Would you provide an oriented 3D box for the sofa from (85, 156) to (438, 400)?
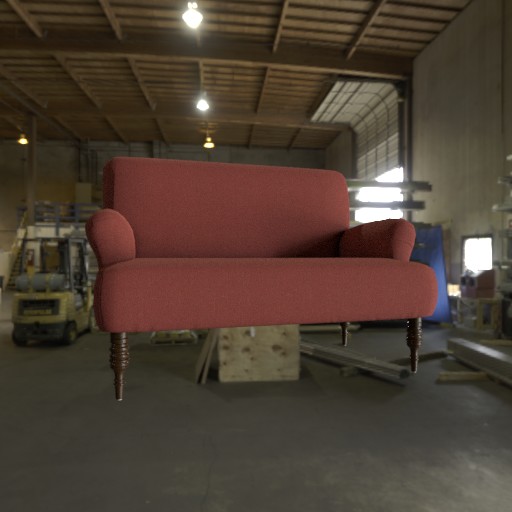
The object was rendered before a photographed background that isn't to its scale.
[{"bbox_3d":[0.000,0.000,1.821,1.297,0.889,0.779,0,0,-18],"label":"sofa"}]
